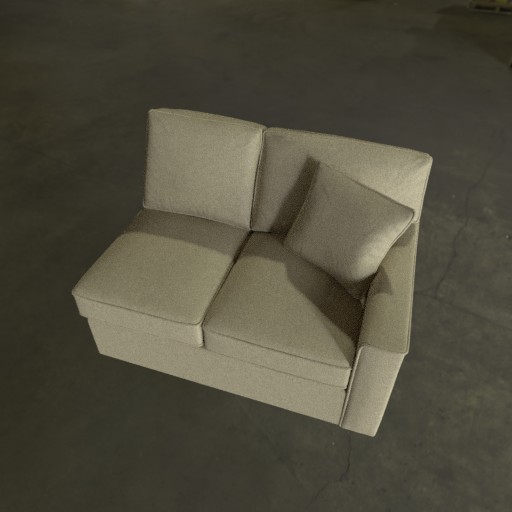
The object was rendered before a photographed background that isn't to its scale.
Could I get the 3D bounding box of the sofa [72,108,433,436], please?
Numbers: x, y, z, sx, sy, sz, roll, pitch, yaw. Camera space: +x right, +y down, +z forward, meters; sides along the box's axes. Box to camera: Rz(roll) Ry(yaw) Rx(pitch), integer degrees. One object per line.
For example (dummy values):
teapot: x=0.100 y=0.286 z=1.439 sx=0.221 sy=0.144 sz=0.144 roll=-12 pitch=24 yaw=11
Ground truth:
sofa: x=0.000 y=0.000 z=2.073 sx=1.388 sy=0.989 sz=0.991 roll=13 pitch=43 yaw=14
